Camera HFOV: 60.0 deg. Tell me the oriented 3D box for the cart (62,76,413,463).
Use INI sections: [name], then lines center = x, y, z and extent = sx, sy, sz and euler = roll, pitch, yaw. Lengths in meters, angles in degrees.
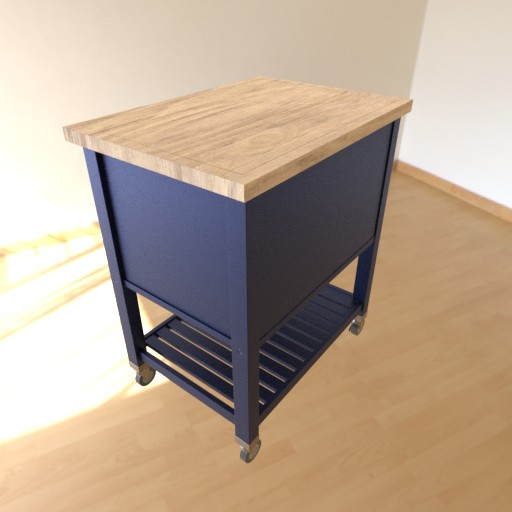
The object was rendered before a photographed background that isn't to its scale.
[cart]
center = 0.000, 0.000, 1.436
extent = 0.567, 0.920, 0.797
euler = 23, 39, 31
